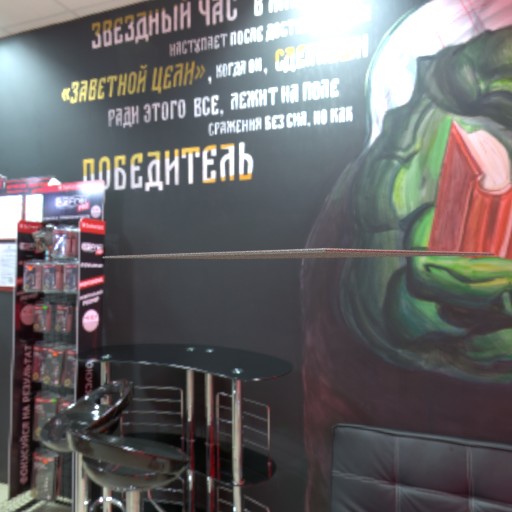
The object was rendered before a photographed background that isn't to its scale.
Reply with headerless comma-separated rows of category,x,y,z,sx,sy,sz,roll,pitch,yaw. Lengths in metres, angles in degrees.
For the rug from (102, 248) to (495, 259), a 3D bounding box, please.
rug,0.000,0.000,1.433,0.604,0.007,1.219,1,-1,-36
